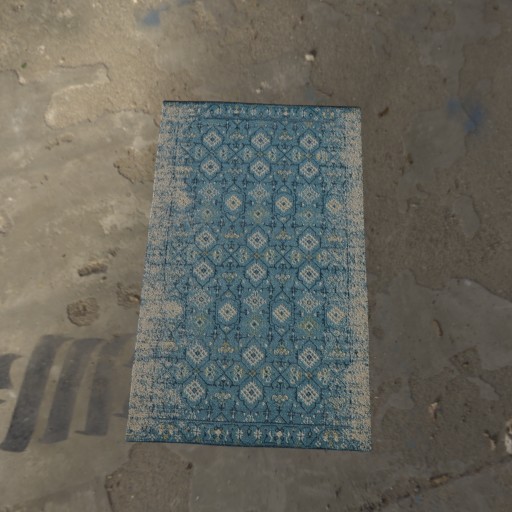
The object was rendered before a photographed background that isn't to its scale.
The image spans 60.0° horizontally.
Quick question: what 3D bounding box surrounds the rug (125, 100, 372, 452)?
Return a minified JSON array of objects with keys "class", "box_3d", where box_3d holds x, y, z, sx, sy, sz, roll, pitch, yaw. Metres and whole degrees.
[{"class":"rug","box_3d":[0.000,0.000,3.062,1.530,0.015,2.449,2,74,1]}]
